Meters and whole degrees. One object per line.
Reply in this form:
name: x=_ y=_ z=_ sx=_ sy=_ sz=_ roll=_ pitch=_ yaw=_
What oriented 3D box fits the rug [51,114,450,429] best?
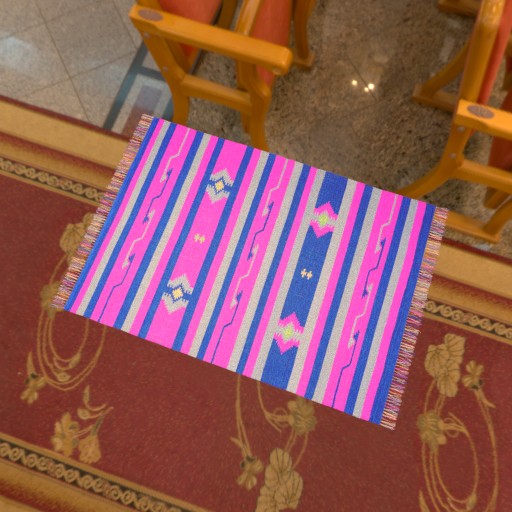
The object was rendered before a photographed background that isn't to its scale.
rug: x=0.000 y=0.000 z=3.000 sx=2.350 sy=0.013 sz=1.539 roll=19 pitch=75 yaw=5
